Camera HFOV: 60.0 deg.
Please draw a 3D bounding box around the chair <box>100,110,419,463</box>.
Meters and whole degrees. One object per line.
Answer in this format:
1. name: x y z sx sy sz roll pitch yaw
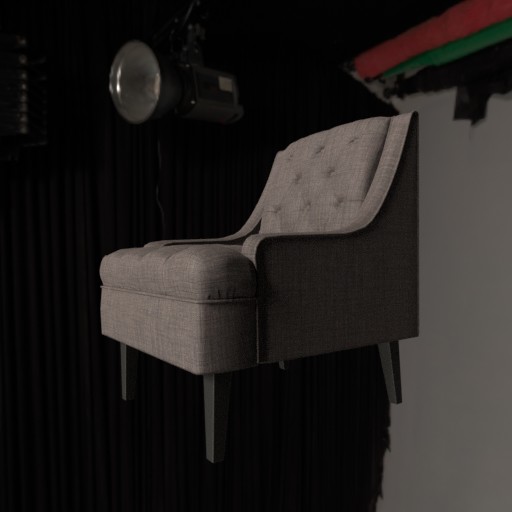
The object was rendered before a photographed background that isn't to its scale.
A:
1. chair: 0.000 0.000 1.356 0.771 0.891 0.655 0 0 -37
